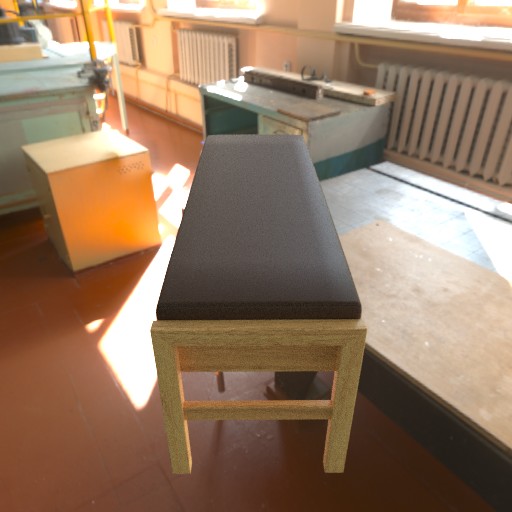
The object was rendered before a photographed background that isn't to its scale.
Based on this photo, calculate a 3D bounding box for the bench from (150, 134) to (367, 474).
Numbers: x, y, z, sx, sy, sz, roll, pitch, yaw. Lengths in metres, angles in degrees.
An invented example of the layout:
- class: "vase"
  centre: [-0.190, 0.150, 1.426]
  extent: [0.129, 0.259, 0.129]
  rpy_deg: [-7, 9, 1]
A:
- class: "bench"
  centre: [0.000, 0.000, 1.440]
  extent: [0.405, 0.480, 1.200]
  rpy_deg: [0, 31, 0]
